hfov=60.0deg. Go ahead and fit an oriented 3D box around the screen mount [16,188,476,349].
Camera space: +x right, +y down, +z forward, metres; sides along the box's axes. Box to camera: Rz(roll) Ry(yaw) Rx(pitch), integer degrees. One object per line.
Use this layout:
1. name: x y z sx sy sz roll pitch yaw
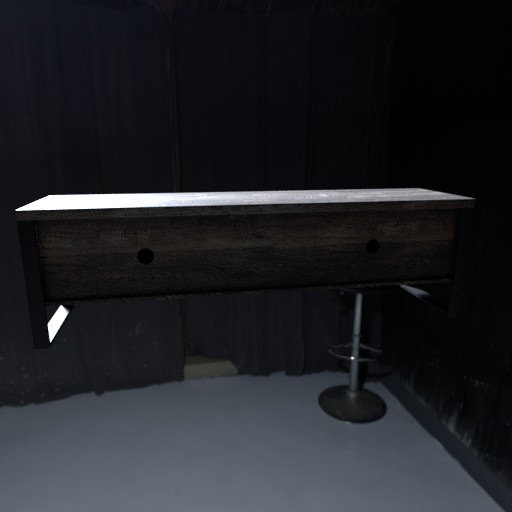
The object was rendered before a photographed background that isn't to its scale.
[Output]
1. screen mount: 0.000 0.000 1.693 1.524 0.450 0.395 -3 15 -10
